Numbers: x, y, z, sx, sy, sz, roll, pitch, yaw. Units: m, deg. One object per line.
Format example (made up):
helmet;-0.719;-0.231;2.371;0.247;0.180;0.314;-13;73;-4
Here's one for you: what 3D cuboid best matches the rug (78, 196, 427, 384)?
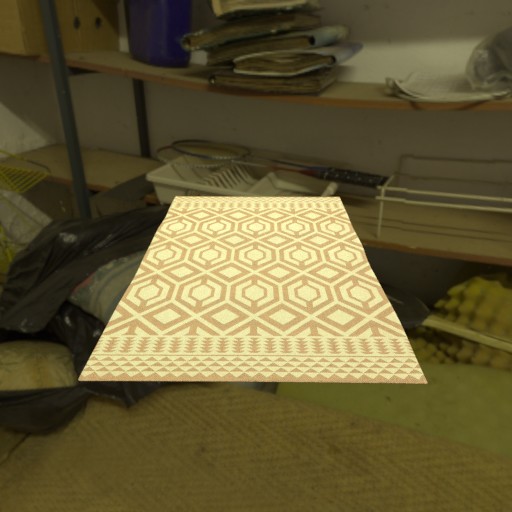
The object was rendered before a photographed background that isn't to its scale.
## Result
rug;0.000;0.000;3.008;1.526;0.011;2.435;0;27;1
